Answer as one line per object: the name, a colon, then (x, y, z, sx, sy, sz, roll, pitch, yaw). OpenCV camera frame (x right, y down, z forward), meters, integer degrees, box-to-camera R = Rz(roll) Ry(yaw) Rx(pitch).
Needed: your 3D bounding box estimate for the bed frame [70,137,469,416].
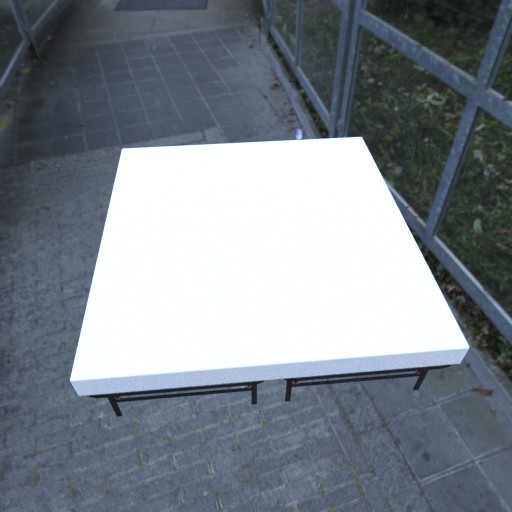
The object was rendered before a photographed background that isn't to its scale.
bed frame: (0.000, 0.000, 3.034, 1.930, 0.559, 2.032, -4, 45, -4)
